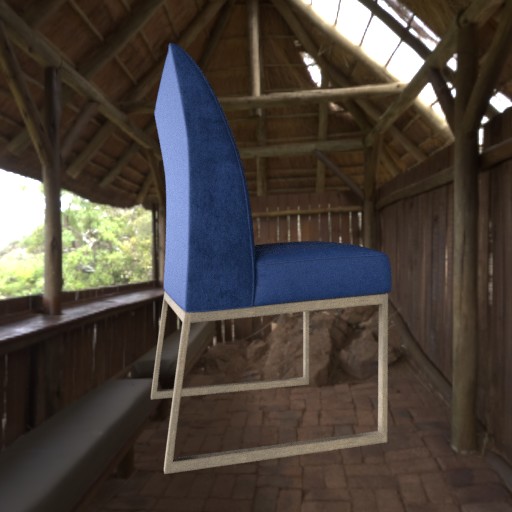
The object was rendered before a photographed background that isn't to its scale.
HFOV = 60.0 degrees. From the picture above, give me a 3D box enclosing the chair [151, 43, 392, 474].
[{"bbox_3d":[0.000,0.000,1.180,0.522,0.863,0.508,0,1,-17],"label":"chair"}]
